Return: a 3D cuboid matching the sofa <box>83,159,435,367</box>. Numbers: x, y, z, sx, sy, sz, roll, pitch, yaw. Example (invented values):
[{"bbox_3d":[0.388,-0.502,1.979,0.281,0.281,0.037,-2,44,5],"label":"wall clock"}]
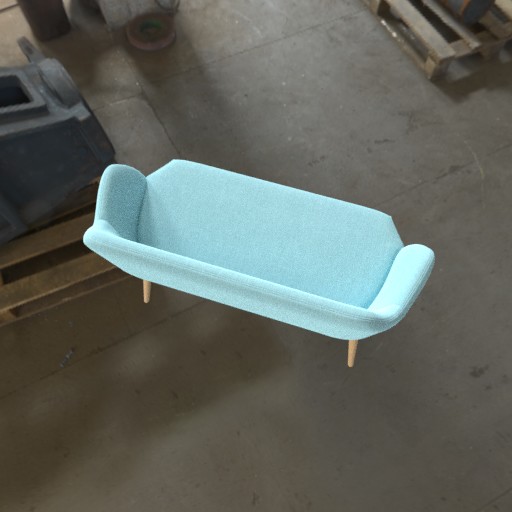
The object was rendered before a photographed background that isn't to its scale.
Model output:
[{"bbox_3d":[0.000,0.000,1.640,1.150,0.840,0.610,16,65,8],"label":"sofa"}]
